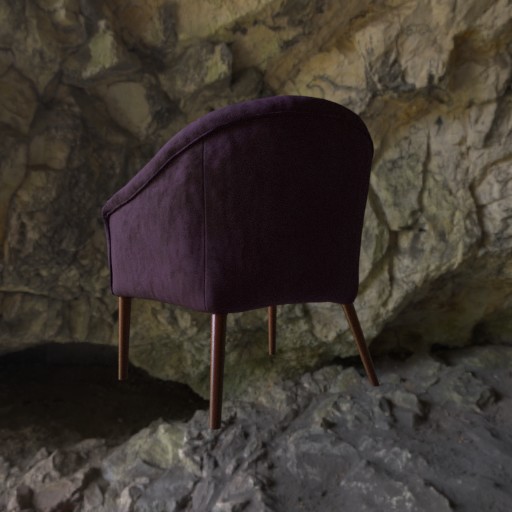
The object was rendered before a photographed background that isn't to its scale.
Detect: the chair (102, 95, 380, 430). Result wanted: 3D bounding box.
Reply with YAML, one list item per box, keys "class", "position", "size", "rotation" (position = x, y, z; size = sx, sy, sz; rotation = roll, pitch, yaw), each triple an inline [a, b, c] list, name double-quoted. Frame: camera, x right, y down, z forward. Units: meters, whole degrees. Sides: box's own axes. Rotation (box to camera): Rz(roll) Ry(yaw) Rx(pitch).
- class: "chair"
  position: [0.000, 0.000, 1.533]
  size: [0.851, 0.885, 0.776]
  rotation: [0, -1, -37]
